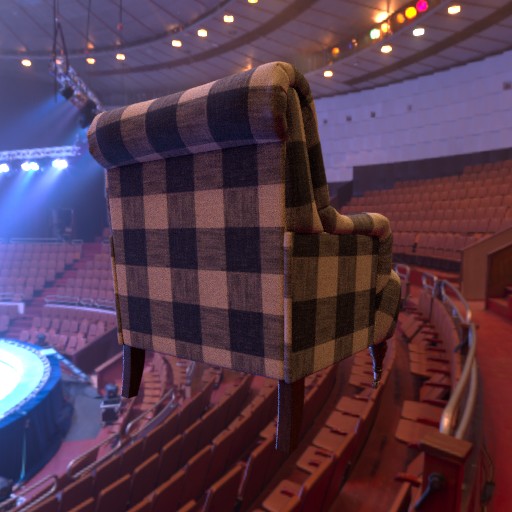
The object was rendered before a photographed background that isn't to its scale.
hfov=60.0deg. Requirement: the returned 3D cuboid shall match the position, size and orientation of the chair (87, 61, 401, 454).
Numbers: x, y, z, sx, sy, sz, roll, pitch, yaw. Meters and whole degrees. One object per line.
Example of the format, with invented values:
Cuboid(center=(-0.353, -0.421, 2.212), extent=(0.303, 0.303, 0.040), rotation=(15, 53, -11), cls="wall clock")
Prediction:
Cuboid(center=(0.000, 0.000, 1.537), extent=(0.781, 0.953, 0.848), rotation=(1, 2, 37), cls="chair")
